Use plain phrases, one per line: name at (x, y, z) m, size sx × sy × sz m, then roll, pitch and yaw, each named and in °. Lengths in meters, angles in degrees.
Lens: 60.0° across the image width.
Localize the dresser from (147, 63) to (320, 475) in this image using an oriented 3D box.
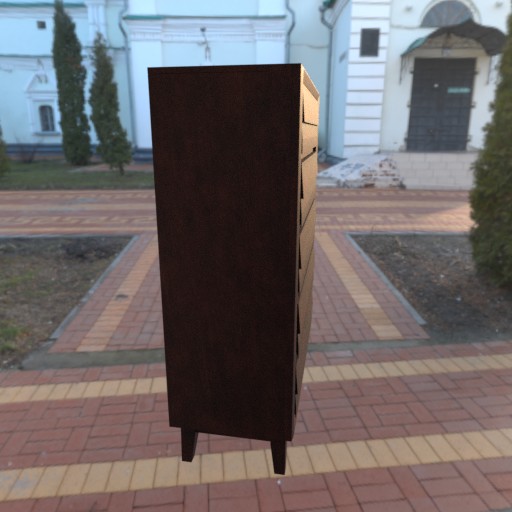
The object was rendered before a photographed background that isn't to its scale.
dresser at (0.000, 0.000, 2.074) m, size 0.506 × 1.514 × 1.072 m, roll 3°, pitch 16°, yaw 10°
